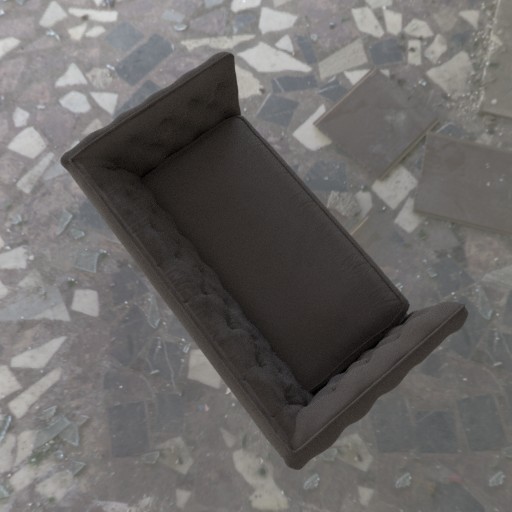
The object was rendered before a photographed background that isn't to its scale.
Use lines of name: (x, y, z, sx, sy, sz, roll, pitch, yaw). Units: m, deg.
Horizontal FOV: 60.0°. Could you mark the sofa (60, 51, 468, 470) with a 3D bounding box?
sofa: (0.000, 0.000, 2.116, 0.909, 0.810, 1.583, -37, 78, -10)
